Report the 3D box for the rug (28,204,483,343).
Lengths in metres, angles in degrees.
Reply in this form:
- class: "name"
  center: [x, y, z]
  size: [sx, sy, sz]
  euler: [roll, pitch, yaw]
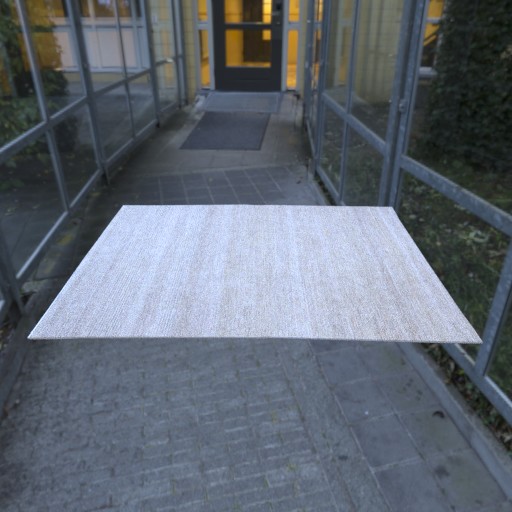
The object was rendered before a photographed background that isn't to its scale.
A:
- class: "rug"
  center: [0.000, 0.000, 4.220]
  size: [3.245, 0.046, 2.467]
  euler: [0, 29, 1]
